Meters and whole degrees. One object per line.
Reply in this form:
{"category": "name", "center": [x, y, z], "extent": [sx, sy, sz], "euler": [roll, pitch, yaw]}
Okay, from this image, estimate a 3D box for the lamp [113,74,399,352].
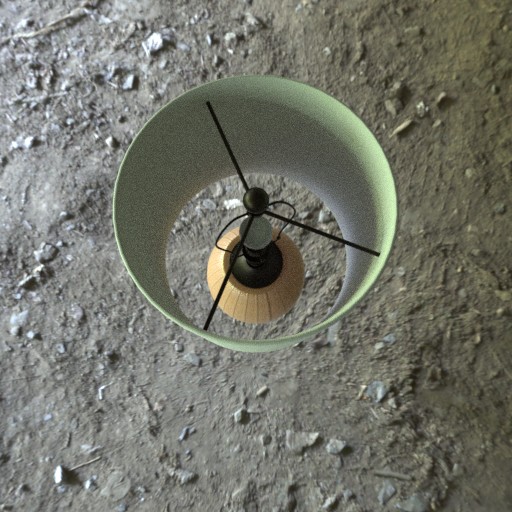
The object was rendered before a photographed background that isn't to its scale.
{"category": "lamp", "center": [0.000, 0.000, 0.771], "extent": [0.329, 0.570, 0.329], "euler": [0, 76, 0]}
